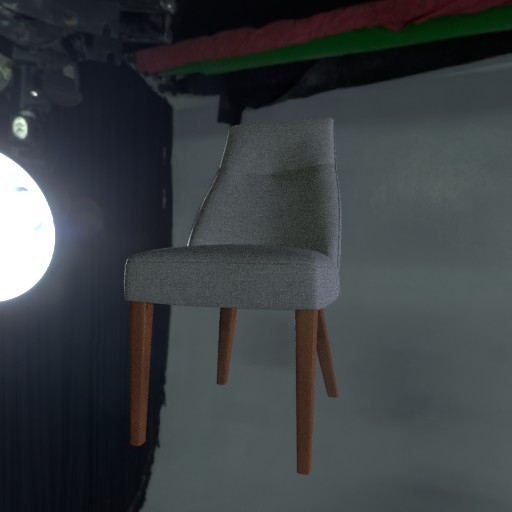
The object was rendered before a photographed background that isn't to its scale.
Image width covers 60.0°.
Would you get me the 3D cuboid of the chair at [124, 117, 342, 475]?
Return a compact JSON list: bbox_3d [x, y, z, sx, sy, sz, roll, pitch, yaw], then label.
[{"bbox_3d":[0.000,0.000,1.309,0.500,0.930,0.620,1,2,19],"label":"chair"}]
